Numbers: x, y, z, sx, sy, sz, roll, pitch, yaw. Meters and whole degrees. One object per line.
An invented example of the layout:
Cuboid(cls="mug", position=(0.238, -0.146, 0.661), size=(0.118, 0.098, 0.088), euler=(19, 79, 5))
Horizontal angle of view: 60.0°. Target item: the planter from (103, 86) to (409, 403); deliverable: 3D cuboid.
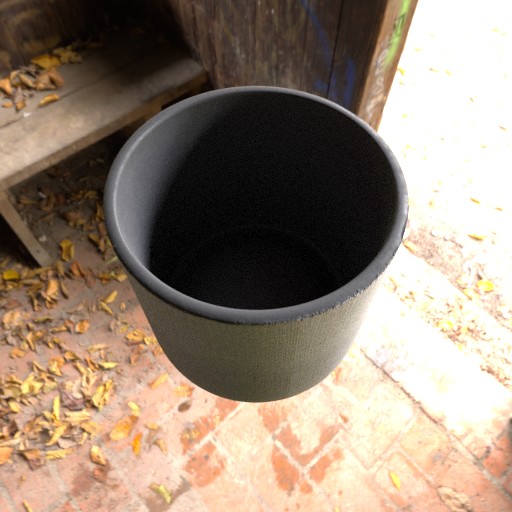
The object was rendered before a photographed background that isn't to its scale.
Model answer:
Cuboid(cls="planter", position=(0.000, 0.000, 0.402), size=(0.221, 0.201, 0.221), euler=(0, 58, 0))
